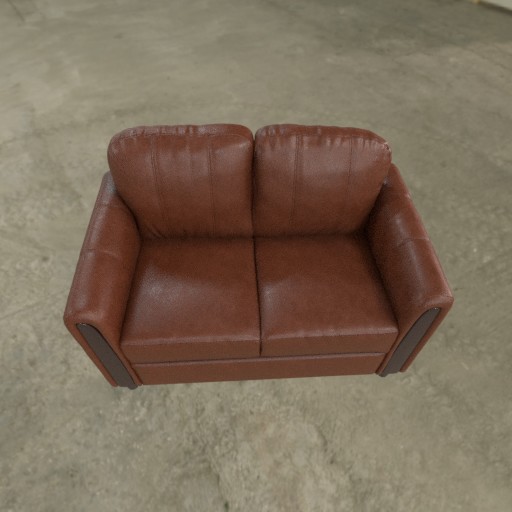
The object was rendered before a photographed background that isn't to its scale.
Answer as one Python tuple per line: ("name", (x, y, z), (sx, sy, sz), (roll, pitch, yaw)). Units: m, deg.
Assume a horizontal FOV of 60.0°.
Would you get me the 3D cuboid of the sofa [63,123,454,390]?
("sofa", (0.000, 0.000, 1.920), (1.406, 0.906, 0.805), (-2, 46, -2))
